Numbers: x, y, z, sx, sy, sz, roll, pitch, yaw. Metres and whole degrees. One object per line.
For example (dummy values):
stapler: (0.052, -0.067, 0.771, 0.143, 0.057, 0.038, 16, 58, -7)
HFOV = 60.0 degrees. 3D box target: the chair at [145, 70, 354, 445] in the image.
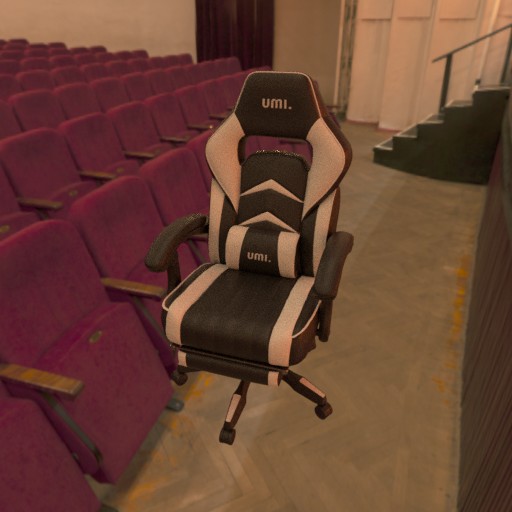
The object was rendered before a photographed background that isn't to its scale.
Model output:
chair: (0.000, 0.000, 1.607, 0.676, 1.200, 0.700, 8, 28, 16)
